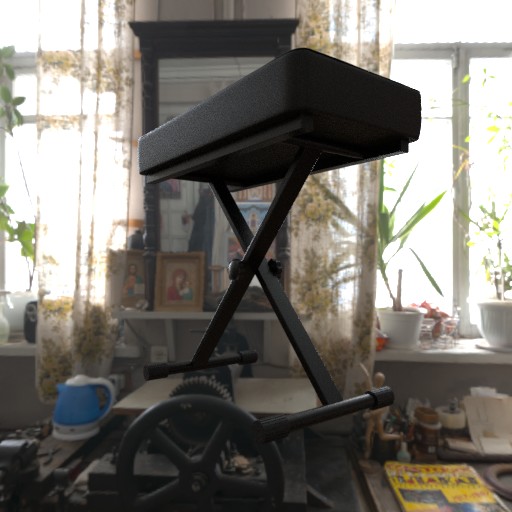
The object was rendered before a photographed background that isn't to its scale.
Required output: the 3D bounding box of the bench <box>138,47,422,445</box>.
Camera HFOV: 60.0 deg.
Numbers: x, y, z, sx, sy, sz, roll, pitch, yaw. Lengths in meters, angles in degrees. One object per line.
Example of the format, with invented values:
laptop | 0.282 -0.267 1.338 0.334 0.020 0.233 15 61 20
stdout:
bench | 0.000 0.000 0.917 0.300 0.561 0.600 0 -1 -36
